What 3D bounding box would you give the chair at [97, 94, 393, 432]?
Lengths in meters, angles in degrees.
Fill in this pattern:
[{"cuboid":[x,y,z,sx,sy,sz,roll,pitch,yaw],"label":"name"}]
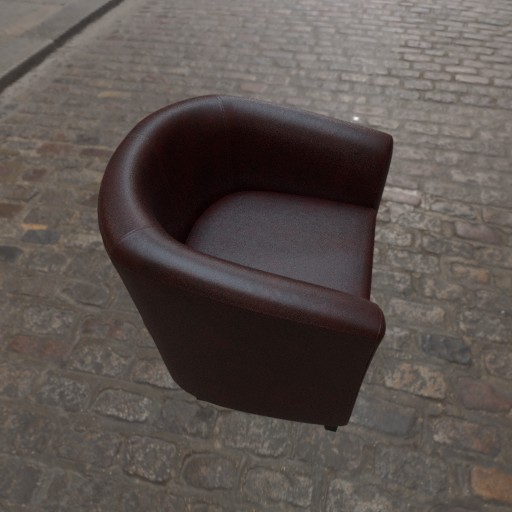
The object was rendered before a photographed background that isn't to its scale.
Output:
[{"cuboid":[0.000,0.000,1.372,0.727,0.756,0.792,10,47,9],"label":"chair"}]
